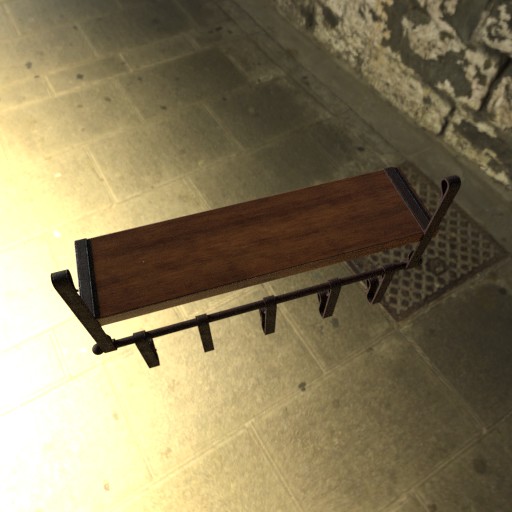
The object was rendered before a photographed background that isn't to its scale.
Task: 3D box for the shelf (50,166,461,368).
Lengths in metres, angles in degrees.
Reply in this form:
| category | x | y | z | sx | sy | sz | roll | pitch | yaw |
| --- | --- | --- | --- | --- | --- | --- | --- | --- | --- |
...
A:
| category | x | y | z | sx | sy | sz | roll | pitch | yaw |
| --- | --- | --- | --- | --- | --- | --- | --- | --- | --- |
| shelf | 0.000 | 0.000 | 0.722 | 0.567 | 0.330 | 0.146 | -14 | 58 | -9 |
